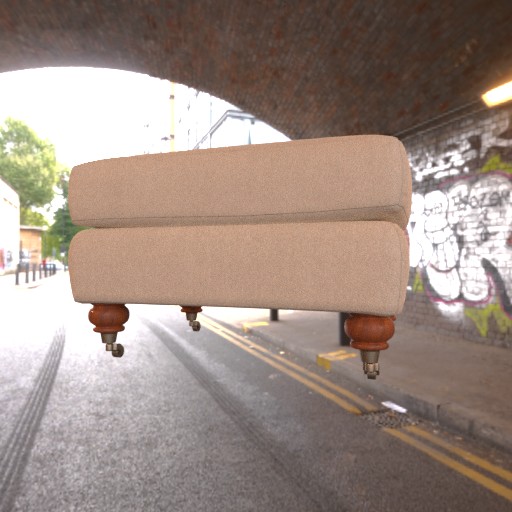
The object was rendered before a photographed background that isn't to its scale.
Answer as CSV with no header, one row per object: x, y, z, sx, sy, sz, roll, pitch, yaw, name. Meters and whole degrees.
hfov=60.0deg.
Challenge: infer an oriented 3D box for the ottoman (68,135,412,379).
0.000,0.000,1.161,0.773,0.499,0.569,0,-1,19,ottoman
